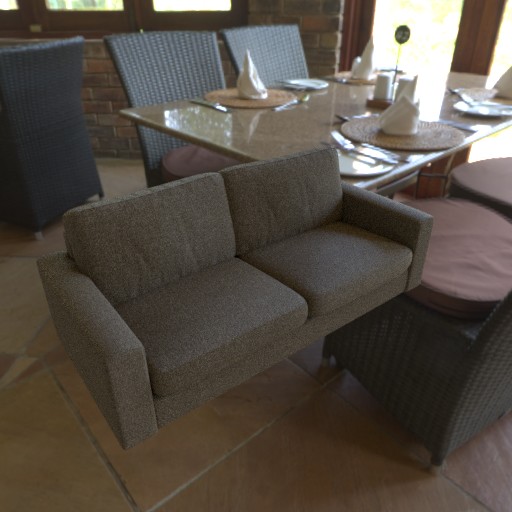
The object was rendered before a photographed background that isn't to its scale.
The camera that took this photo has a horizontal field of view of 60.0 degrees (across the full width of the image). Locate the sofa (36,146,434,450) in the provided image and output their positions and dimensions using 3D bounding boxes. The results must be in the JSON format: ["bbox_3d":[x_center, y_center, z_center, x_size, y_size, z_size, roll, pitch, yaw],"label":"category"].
[{"bbox_3d":[0.000,0.000,2.636,2.179,0.873,1.016,-21,36,-32],"label":"sofa"}]
